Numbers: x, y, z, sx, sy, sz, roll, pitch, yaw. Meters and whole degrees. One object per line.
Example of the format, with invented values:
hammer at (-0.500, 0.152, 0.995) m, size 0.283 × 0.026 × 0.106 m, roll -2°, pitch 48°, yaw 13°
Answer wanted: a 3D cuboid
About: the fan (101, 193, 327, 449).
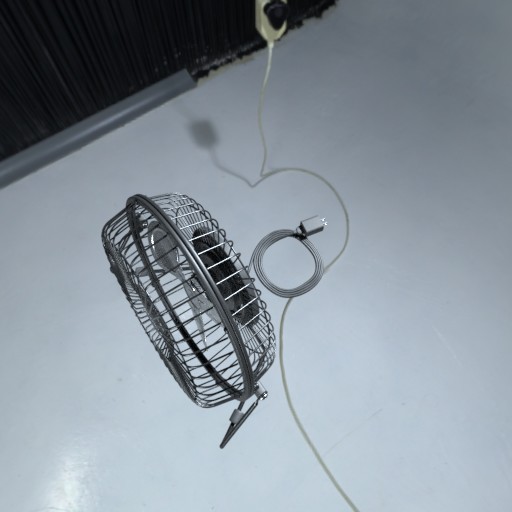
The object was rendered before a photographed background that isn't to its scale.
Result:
fan at (0.000, 0.000, 0.379) m, size 0.227 × 0.188 × 0.209 m, roll -33°, pitch 69°, yaw -14°
